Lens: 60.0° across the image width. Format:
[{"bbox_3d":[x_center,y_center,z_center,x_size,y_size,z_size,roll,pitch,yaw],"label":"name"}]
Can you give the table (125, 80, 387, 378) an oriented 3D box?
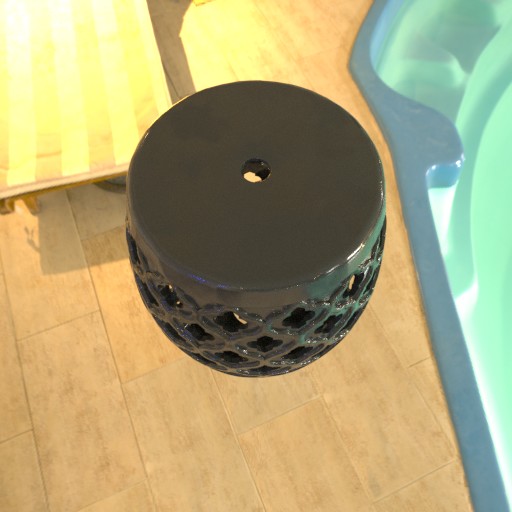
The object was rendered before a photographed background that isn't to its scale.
[{"bbox_3d":[0.000,0.000,0.617,0.325,0.388,0.325,0,64,0],"label":"table"}]
